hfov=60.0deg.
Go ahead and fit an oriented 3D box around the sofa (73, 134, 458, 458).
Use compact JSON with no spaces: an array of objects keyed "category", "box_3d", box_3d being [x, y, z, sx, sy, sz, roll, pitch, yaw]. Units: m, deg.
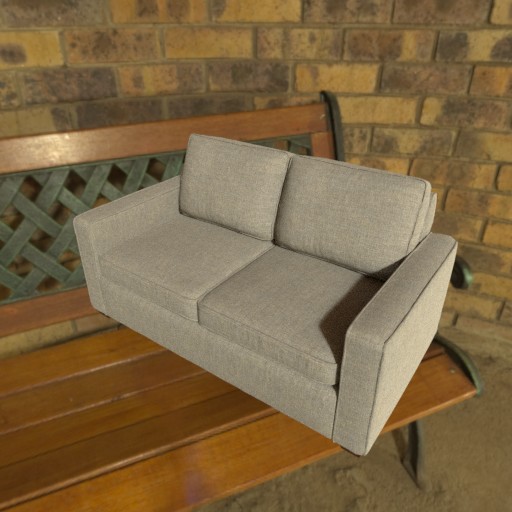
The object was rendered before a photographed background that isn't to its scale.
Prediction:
[{"category":"sofa","box_3d":[0.000,0.000,2.233,1.706,0.915,0.945,20,35,30]}]
